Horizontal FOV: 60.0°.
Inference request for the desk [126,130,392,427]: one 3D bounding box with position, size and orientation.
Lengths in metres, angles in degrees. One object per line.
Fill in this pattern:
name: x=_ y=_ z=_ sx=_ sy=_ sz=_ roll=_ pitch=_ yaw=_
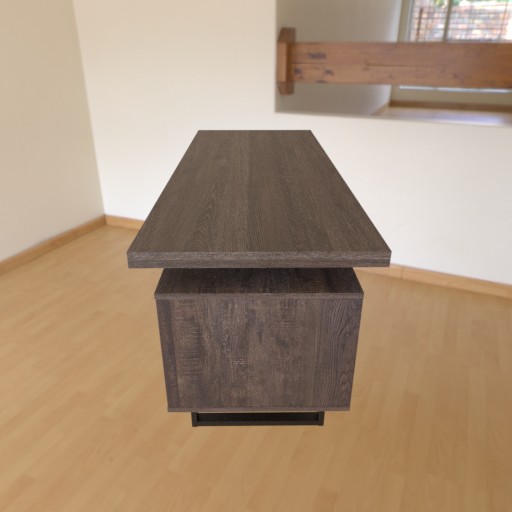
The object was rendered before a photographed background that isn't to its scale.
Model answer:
desk: x=0.000 y=0.000 z=1.852 sx=0.600 sy=0.760 sz=1.524 roll=0 pitch=26 yaw=-1
